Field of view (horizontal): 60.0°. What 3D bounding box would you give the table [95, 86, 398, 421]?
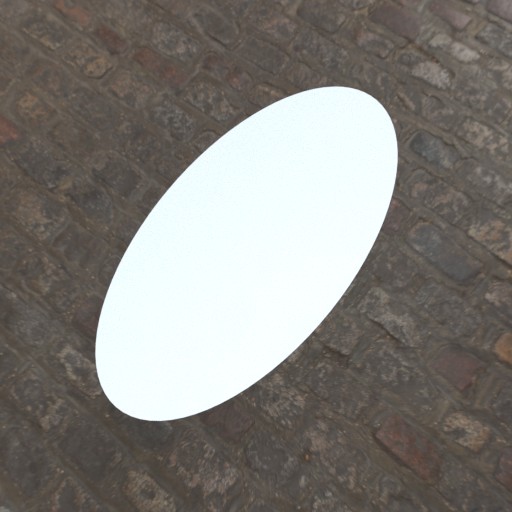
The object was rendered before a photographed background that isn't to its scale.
[{"bbox_3d":[0.000,0.000,1.356,0.542,0.390,1.083,37,78,10],"label":"table"}]
